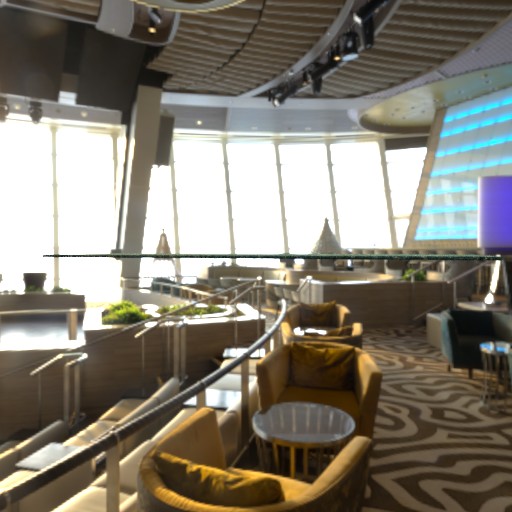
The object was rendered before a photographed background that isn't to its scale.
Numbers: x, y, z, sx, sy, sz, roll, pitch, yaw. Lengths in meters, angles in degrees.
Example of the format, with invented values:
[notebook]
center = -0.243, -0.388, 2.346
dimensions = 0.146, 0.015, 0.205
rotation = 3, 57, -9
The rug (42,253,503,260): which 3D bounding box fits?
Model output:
[rug]
center = 0.000, 0.000, 2.438
dimensions = 2.286, 0.016, 0.676
rotation = 0, 1, 17
